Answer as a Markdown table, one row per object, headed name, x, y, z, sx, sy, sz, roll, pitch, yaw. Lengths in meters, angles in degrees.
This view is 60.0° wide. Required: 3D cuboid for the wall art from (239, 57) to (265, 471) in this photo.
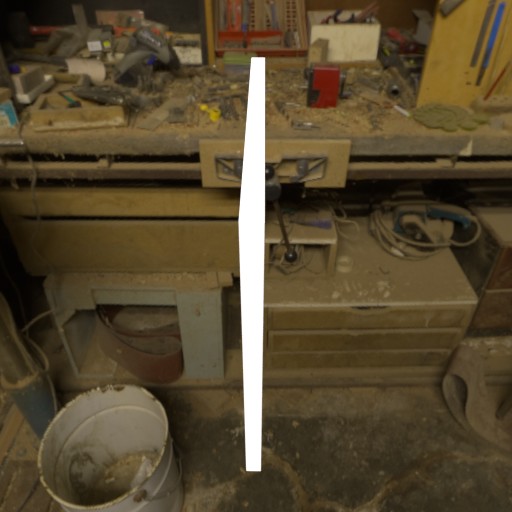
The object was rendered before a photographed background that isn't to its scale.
| name | x | y | z | sx | sy | sz | roll | pitch | yaw |
| --- | --- | --- | --- | --- | --- | --- | --- | --- | --- |
| wall art | 0.000 | 0.000 | 1.150 | 0.036 | 0.760 | 0.760 | 1 | 40 | 1 |
